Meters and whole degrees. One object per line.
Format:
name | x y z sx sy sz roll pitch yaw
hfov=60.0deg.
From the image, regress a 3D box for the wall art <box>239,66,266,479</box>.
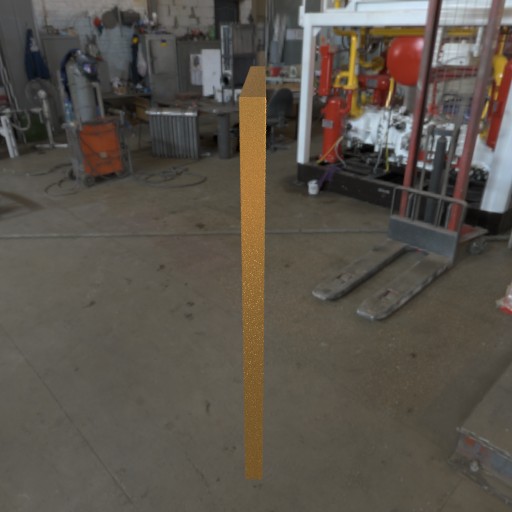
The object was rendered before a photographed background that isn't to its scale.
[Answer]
wall art | 0.000 0.000 1.081 0.038 0.812 0.610 0 27 1
